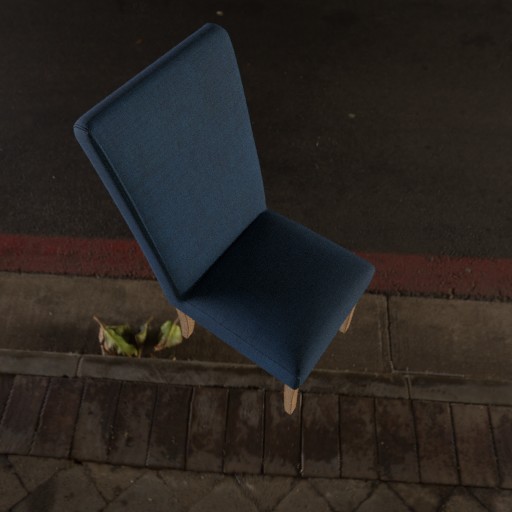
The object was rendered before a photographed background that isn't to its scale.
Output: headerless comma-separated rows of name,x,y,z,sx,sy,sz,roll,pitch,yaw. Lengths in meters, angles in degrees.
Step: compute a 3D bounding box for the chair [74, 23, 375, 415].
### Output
chair,0.000,0.000,1.306,0.610,1.029,0.450,32,64,18
